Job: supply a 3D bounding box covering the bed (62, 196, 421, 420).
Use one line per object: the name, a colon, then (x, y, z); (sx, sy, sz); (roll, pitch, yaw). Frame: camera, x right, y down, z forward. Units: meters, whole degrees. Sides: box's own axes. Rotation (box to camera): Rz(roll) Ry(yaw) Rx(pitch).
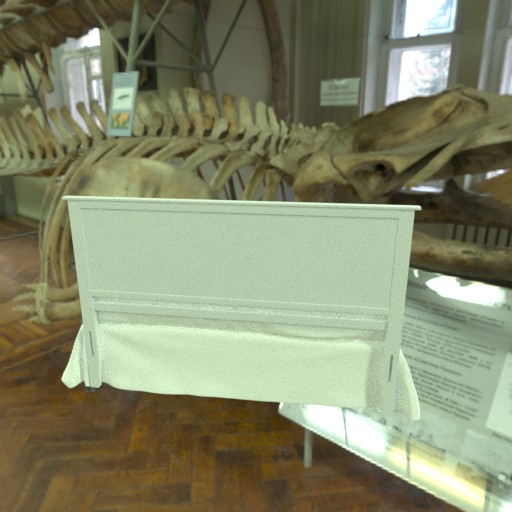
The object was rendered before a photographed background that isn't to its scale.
bed: (0.000, 0.000, 3.620); (2.317, 1.273, 2.215); (3, 17, 9)
